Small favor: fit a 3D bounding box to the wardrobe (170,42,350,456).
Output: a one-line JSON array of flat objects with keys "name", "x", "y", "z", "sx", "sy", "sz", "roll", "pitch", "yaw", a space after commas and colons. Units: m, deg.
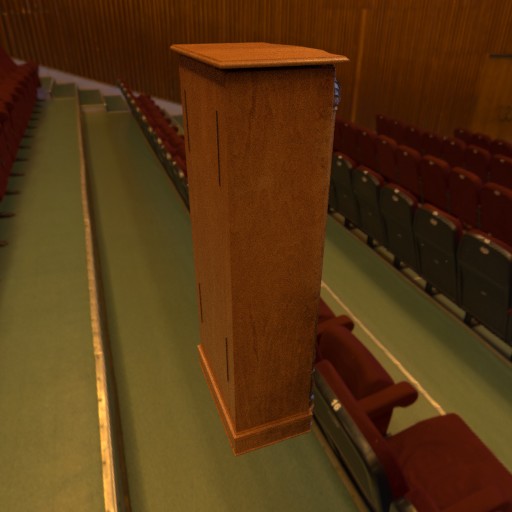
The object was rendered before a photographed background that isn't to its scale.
[{"name": "wardrobe", "x": 0.000, "y": 0.000, "z": 1.132, "sx": 0.273, "sy": 0.959, "sz": 0.406, "roll": -10, "pitch": 31, "yaw": -18}]
